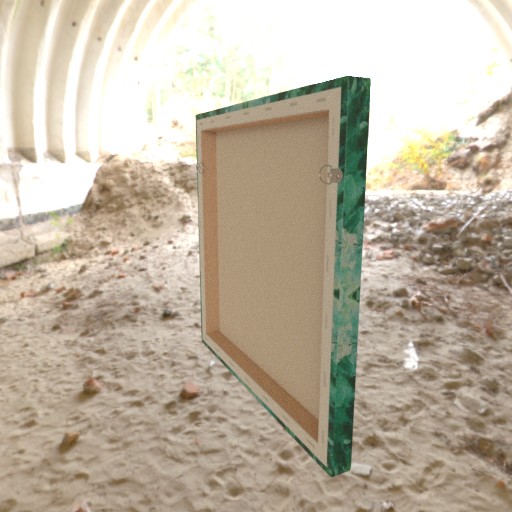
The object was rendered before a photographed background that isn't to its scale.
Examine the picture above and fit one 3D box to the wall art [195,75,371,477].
[{"bbox_3d":[0.000,0.000,0.764,0.038,0.508,0.507,-6,14,-26],"label":"wall art"}]
